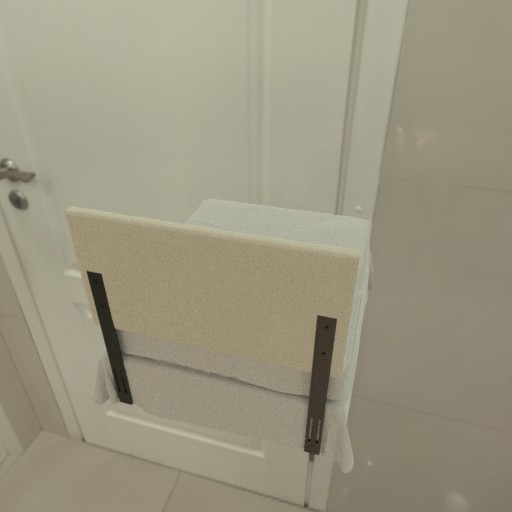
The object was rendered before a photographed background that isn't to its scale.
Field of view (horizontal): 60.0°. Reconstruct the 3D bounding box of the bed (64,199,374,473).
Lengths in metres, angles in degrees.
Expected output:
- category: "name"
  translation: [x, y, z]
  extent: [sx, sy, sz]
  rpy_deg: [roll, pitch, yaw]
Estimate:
- category: "bed"
  translation: [0.000, 0.000, 3.500]
  extent: [1.936, 1.577, 2.222]
  rpy_deg: [9, 34, 14]
